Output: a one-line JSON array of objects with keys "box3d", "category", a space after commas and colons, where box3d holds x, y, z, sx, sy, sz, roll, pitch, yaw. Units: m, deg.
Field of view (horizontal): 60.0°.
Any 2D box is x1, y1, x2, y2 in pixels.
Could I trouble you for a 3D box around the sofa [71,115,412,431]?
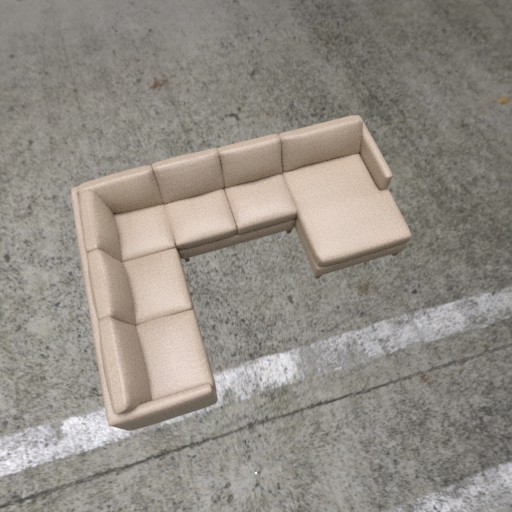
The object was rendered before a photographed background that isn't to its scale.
[{"box3d": [0.000, 0.000, 4.735, 3.460, 0.961, 2.594, -16, 65, -8], "category": "sofa"}]
